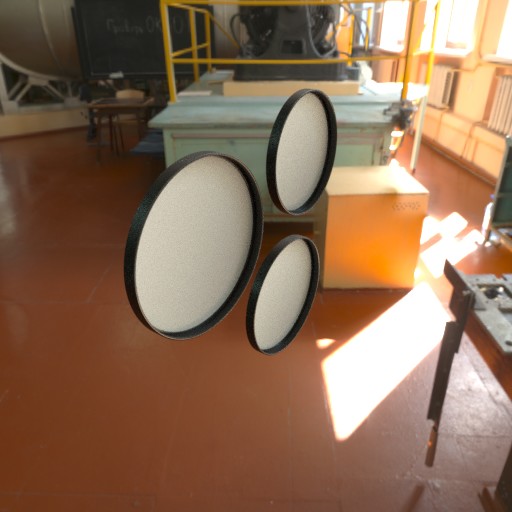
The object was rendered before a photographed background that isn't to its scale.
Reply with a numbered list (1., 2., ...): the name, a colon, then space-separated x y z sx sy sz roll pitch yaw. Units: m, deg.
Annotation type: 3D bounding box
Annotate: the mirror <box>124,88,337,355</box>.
1. mirror: 0.000 0.000 3.113 0.076 2.096 2.160 18 32 31
